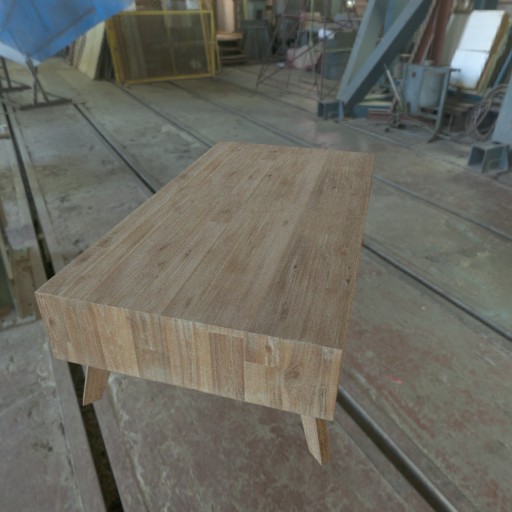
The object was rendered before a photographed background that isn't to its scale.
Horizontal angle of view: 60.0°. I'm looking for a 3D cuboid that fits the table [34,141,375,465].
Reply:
[{"bbox_3d":[0.000,0.000,2.010,0.918,0.531,1.619,8,32,14],"label":"table"}]
